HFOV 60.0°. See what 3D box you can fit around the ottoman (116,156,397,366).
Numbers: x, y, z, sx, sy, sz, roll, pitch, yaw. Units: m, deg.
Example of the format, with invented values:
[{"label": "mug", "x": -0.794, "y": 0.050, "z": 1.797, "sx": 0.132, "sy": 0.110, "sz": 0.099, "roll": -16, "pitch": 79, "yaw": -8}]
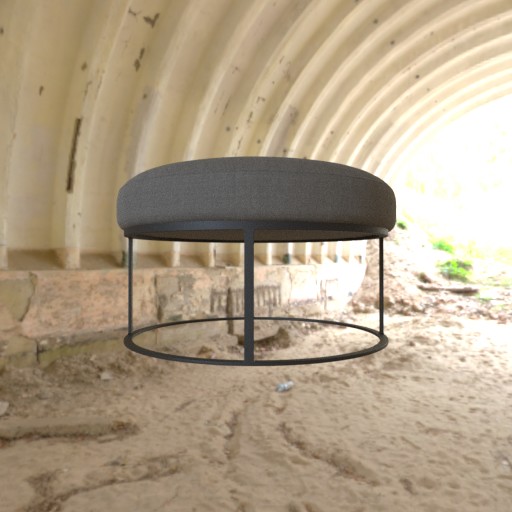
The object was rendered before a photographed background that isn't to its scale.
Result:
[{"label": "ottoman", "x": 0.000, "y": 0.000, "z": 1.278, "sx": 0.772, "sy": 0.460, "sz": 0.772, "roll": 0, "pitch": -1, "yaw": 0}]
